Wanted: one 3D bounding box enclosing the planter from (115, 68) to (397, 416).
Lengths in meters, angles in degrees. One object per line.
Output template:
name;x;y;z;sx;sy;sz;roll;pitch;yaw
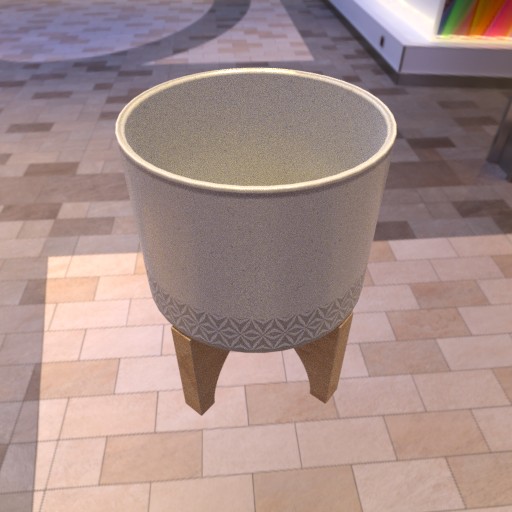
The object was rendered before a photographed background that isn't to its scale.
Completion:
planter;0.000;0.000;0.268;0.130;0.178;0.130;0;41;0
